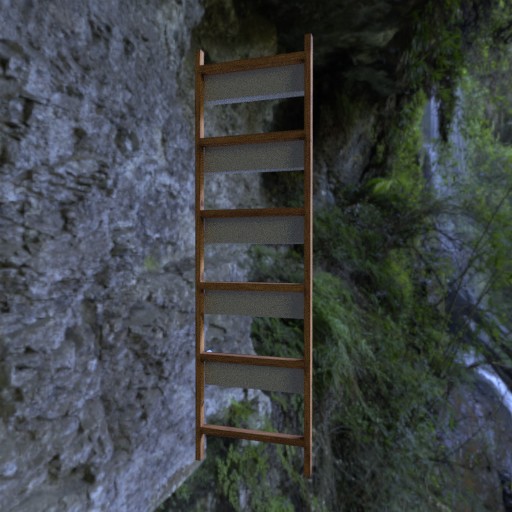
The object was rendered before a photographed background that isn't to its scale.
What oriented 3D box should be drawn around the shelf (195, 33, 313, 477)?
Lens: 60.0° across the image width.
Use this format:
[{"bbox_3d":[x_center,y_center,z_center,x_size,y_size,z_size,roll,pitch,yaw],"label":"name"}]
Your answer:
[{"bbox_3d":[0.000,0.000,1.727,0.454,1.600,0.141,0,1,17],"label":"shelf"}]
